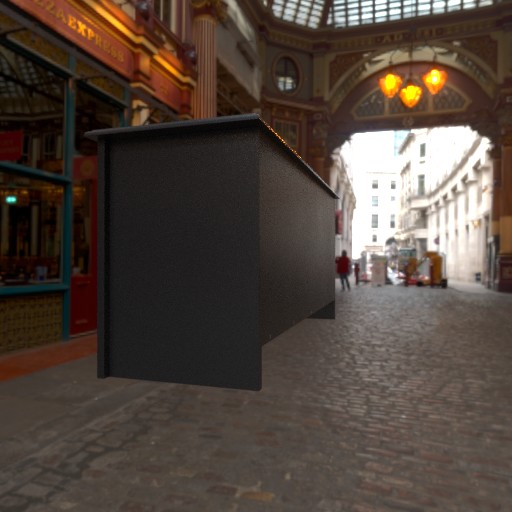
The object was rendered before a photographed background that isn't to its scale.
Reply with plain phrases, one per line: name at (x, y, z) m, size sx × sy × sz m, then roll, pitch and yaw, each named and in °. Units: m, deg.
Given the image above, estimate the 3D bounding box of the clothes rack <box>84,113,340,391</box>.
clothes rack at (0.000, 0.000, 1.495) m, size 0.406 × 0.556 × 1.219 m, roll 0°, pitch 0°, yaw 18°
